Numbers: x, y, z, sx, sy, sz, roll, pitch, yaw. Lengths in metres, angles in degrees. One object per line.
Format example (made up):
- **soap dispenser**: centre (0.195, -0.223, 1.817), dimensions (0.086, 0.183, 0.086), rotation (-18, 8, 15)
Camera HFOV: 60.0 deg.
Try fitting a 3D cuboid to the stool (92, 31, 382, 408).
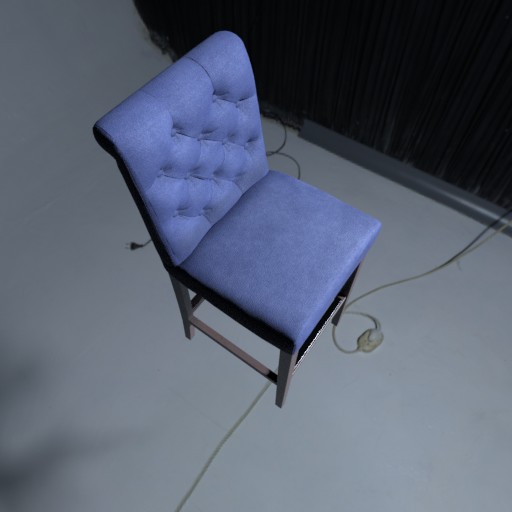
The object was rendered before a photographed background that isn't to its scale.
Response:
- **stool**: centre (0.000, 0.000, 1.442), dimensions (0.601, 1.140, 0.493), rotation (32, 63, 18)
